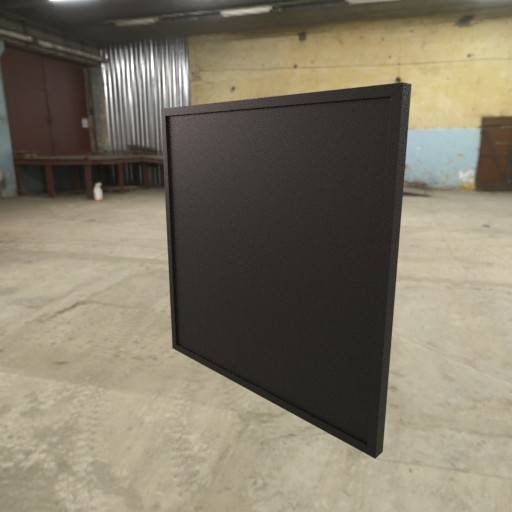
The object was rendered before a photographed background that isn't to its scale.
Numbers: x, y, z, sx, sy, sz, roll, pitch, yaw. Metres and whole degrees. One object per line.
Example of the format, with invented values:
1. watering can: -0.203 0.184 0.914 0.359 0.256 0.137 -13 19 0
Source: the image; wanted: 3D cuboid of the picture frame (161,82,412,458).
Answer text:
1. picture frame: 0.000 0.000 1.157 0.032 0.775 0.775 -13 19 -43
